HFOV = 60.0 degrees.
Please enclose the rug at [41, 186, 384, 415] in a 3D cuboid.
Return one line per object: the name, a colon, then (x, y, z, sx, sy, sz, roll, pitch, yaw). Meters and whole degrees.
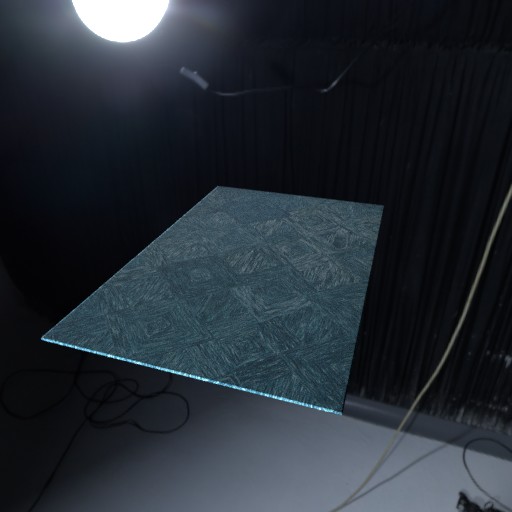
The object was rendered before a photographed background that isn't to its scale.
rug: (0.000, 0.000, 2.935, 1.490, 0.015, 2.277, 9, 30, 16)
